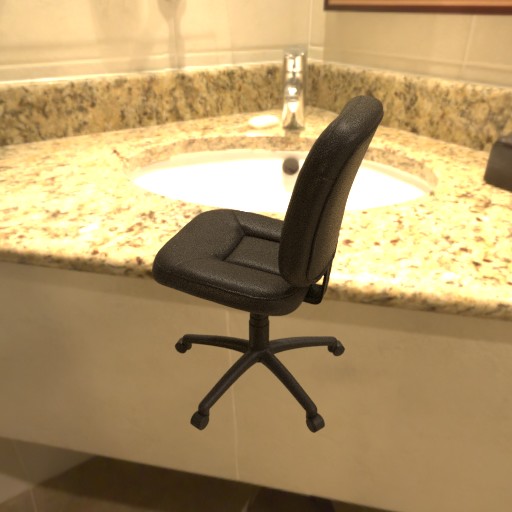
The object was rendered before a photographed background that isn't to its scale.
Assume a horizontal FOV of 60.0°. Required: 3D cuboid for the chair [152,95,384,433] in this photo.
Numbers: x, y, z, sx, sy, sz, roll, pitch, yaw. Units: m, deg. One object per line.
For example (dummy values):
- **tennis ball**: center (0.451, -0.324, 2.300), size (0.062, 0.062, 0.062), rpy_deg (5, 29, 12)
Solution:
- **chair**: center (0.000, 0.000, 1.386), size (0.646, 0.959, 0.647), rpy_deg (10, 32, 17)
